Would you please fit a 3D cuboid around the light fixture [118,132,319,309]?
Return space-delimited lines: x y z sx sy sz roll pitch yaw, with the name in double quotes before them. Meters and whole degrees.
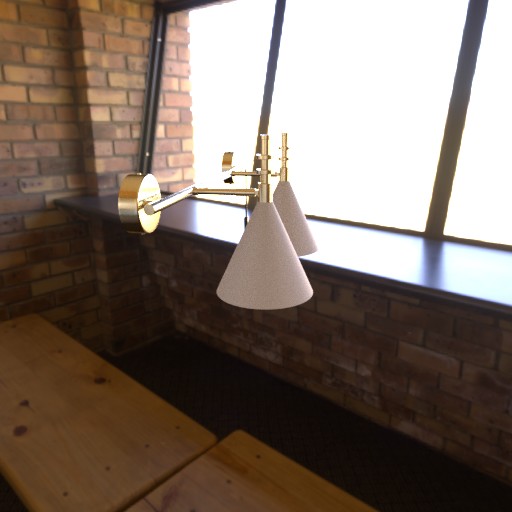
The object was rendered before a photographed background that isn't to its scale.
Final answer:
"light fixture" 0.000 0.000 0.876 0.239 0.468 0.642 3 17 9
